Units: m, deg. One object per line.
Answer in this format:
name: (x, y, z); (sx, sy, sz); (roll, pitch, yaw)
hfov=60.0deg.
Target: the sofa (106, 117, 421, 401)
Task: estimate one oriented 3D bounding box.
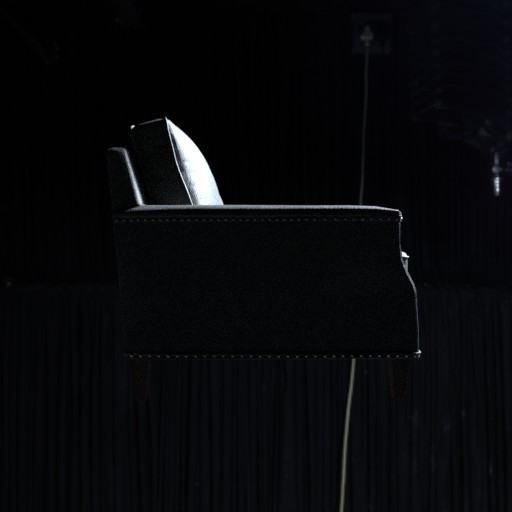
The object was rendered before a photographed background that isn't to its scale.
sofa: (0.000, 0.000, 2.253); (1.084, 1.003, 1.597); (0, -1, -1)
